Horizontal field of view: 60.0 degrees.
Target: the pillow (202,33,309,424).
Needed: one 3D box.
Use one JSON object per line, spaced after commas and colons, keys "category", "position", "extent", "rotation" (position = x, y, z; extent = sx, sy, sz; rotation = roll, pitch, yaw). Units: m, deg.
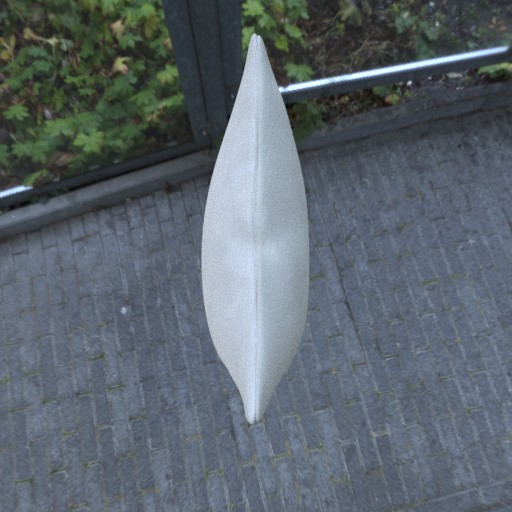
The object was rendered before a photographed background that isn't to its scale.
{"category": "pillow", "position": [0.000, 0.000, 0.664], "extent": [0.162, 0.420, 0.437], "rotation": [0, 74, 0]}
